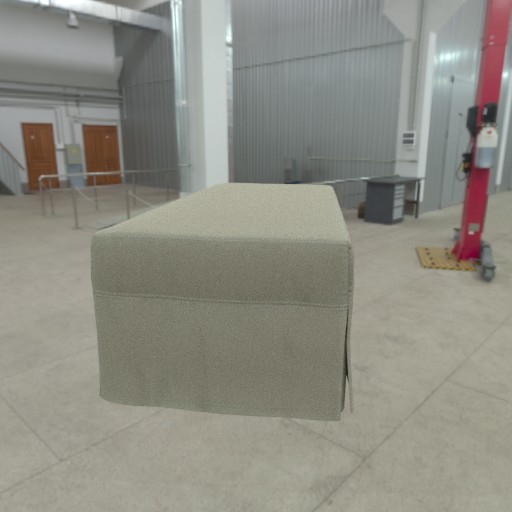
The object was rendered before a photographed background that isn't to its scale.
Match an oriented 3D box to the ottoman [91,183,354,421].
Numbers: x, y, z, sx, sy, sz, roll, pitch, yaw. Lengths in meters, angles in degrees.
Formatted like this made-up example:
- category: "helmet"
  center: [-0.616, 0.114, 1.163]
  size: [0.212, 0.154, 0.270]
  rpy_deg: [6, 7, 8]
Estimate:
- category: "ottoman"
  center: [0.000, 0.000, 1.698]
  size: [0.665, 0.457, 1.388]
  rpy_deg: [2, 14, 8]
